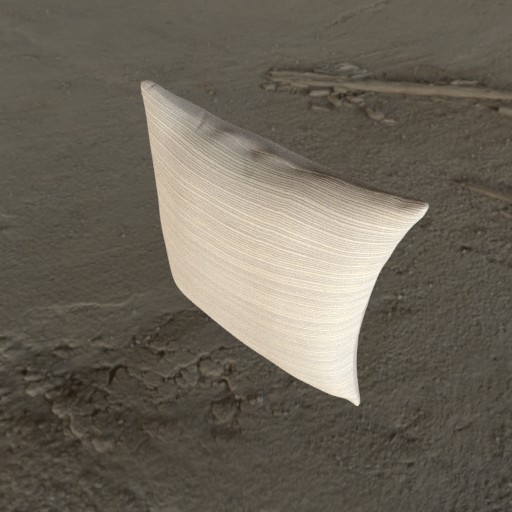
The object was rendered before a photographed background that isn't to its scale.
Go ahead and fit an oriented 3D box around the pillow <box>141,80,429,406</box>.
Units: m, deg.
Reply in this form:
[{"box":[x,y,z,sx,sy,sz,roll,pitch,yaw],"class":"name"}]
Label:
[{"box":[0.000,0.000,0.795,0.512,0.497,0.204,31,53,27],"class":"pillow"}]
